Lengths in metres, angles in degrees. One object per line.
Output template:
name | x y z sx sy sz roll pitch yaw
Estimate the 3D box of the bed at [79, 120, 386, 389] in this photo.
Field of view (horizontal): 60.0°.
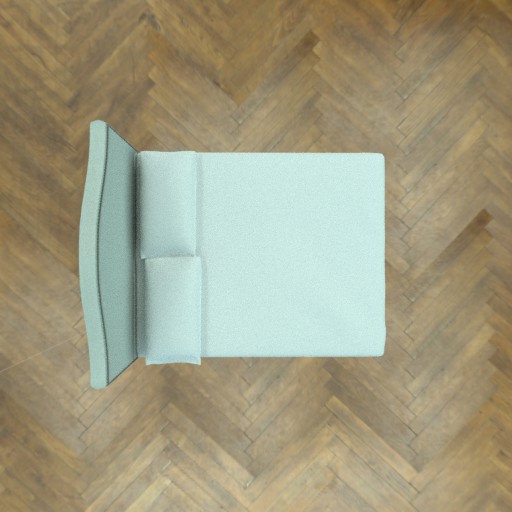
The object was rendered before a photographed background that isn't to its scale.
bed | 0.000 0.000 3.463 2.180 1.607 1.813 0 90 -1
